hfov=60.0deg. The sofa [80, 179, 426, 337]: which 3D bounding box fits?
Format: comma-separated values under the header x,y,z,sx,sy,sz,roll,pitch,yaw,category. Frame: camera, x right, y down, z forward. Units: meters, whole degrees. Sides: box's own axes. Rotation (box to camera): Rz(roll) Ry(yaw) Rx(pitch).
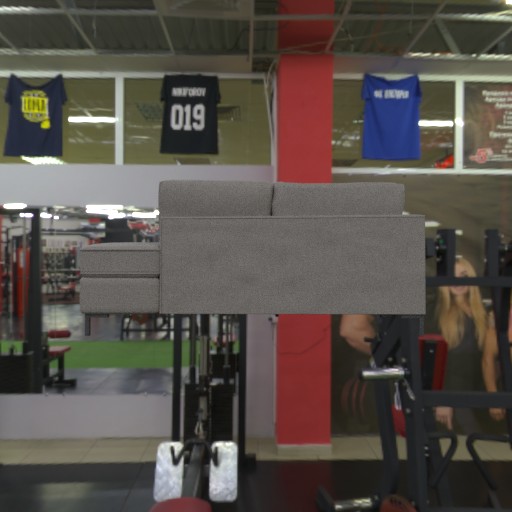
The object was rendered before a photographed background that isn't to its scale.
x,y,z,sx,sy,sz,roll,pitch,yaw,category
0.000,0.000,4.280,2.077,0.964,3.331,0,0,1,sofa
